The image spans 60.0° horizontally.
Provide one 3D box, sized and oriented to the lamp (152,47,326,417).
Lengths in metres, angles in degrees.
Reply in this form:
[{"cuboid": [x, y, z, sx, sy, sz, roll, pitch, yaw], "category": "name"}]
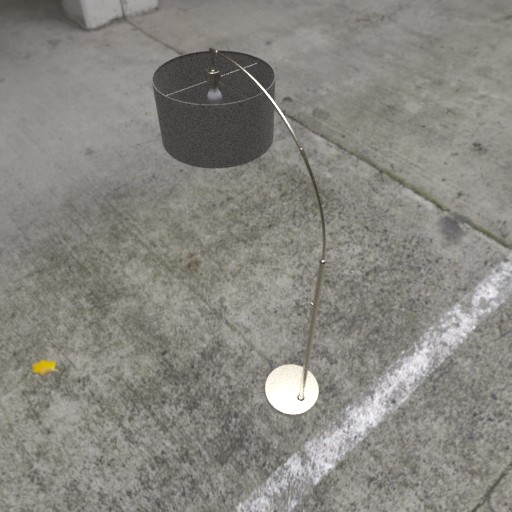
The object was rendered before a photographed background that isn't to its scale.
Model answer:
[{"cuboid": [0.000, 0.000, 2.064, 0.452, 1.735, 0.934, -31, 54, -26], "category": "lamp"}]
